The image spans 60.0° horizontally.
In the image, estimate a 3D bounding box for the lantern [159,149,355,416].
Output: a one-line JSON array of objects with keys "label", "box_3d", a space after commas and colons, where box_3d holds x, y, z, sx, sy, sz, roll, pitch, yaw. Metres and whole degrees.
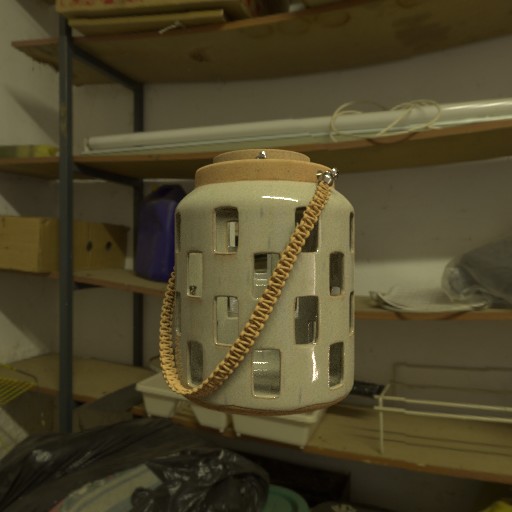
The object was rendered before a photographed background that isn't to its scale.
[{"label": "lantern", "box_3d": [0.000, 0.000, 0.502, 0.184, 0.255, 0.347, 0, 0, 0]}]
